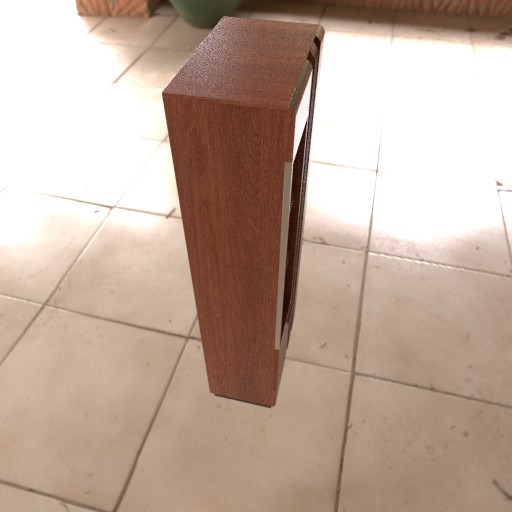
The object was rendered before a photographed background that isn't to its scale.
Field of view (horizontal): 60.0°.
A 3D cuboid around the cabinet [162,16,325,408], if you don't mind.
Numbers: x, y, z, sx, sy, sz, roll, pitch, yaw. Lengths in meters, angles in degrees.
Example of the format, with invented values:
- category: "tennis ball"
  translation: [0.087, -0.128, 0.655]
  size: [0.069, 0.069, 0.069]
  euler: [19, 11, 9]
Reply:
- category: "cabinet"
  translation: [0.000, 0.000, 2.220]
  size: [0.420, 1.980, 0.660]
  euler: [10, 47, 9]
